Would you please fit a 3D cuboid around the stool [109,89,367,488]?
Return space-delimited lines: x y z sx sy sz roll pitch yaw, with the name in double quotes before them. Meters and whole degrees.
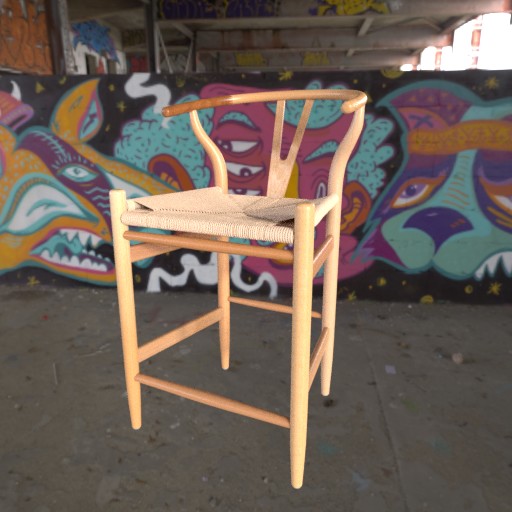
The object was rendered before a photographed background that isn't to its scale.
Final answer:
"stool" 0.000 0.000 1.250 0.536 0.923 0.575 8 17 25
